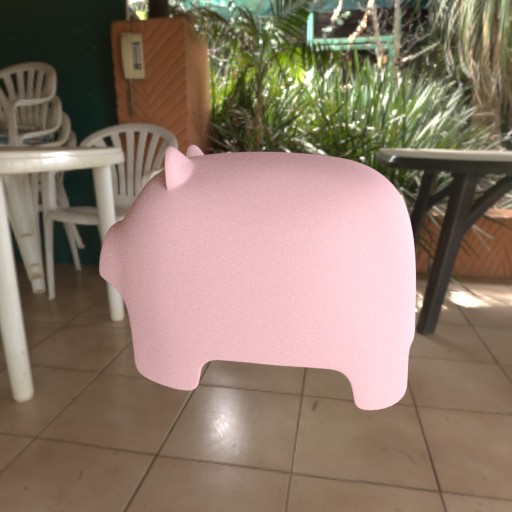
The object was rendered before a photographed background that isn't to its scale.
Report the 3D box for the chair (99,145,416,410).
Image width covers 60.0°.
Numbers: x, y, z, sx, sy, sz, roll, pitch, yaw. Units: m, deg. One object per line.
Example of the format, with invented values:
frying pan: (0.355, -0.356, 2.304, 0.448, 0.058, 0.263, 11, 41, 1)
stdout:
chair: (0.000, 0.000, 0.878, 0.619, 0.423, 0.364, 2, 15, 9)
